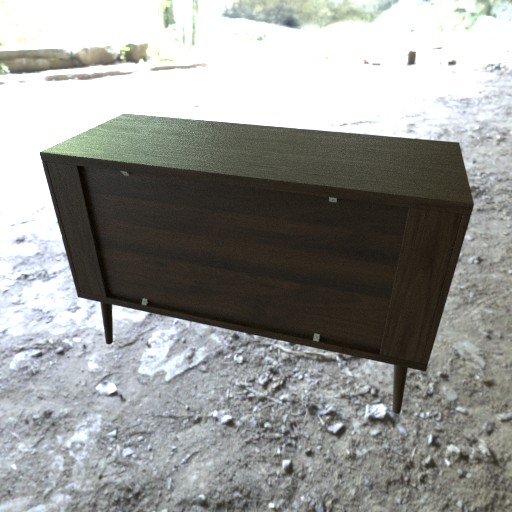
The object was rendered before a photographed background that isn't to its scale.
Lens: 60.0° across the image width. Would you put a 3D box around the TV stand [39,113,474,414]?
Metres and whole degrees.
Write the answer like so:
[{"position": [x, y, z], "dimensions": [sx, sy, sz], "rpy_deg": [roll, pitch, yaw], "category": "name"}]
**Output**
[{"position": [0.000, 0.000, 1.301], "dimensions": [0.990, 0.660, 0.405], "rpy_deg": [9, 33, 15], "category": "TV stand"}]
